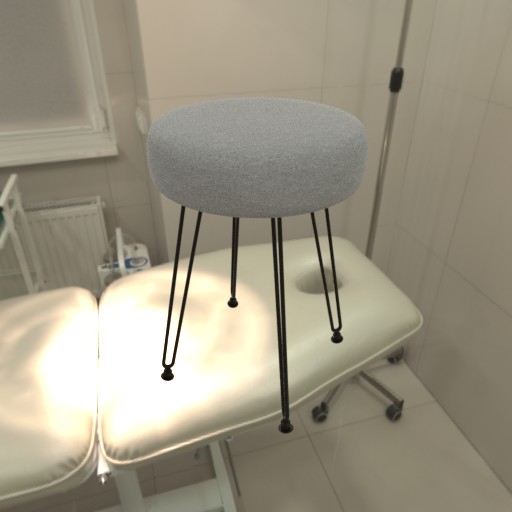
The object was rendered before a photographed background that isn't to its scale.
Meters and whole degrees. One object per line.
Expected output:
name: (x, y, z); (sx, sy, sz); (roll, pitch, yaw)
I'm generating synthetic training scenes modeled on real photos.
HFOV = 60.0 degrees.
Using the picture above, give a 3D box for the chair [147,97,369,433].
chair: (0.000, 0.000, 0.707); (0.350, 0.440, 0.350); (-9, 33, -14)
